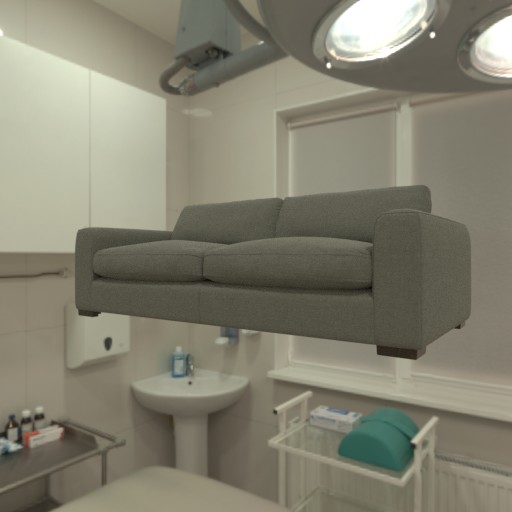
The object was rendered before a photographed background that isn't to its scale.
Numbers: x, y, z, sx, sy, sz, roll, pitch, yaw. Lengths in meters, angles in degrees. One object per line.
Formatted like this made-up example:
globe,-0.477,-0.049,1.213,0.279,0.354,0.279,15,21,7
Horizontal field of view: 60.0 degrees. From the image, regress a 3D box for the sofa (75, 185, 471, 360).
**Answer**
sofa,0.000,0.000,2.730,2.262,0.801,1.070,0,0,35
